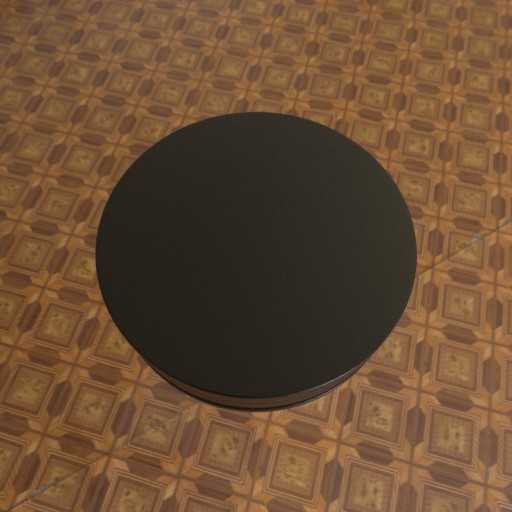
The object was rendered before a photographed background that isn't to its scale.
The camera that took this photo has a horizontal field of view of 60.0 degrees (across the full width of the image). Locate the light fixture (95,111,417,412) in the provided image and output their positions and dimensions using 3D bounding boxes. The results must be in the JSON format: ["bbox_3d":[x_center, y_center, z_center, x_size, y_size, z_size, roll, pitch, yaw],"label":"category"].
[{"bbox_3d":[0.000,0.000,0.433,0.283,0.097,0.283,0,65,0],"label":"light fixture"}]
